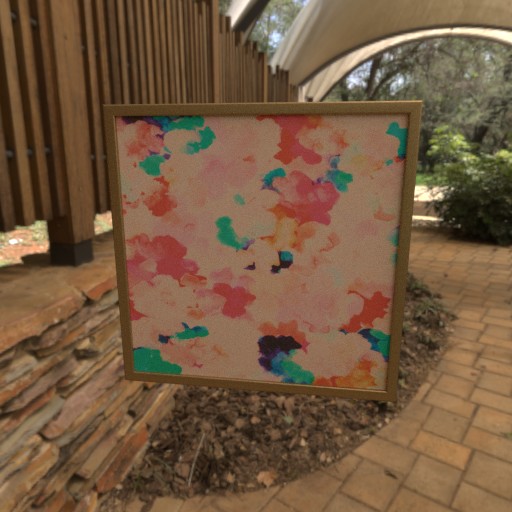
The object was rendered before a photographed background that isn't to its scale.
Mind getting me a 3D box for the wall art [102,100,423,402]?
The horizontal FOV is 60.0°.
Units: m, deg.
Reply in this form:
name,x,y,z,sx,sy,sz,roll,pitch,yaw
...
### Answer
name,x,y,z,sx,sy,sz,roll,pitch,yaw
wall art,0.000,0.000,0.780,0.510,0.509,0.037,2,15,8
